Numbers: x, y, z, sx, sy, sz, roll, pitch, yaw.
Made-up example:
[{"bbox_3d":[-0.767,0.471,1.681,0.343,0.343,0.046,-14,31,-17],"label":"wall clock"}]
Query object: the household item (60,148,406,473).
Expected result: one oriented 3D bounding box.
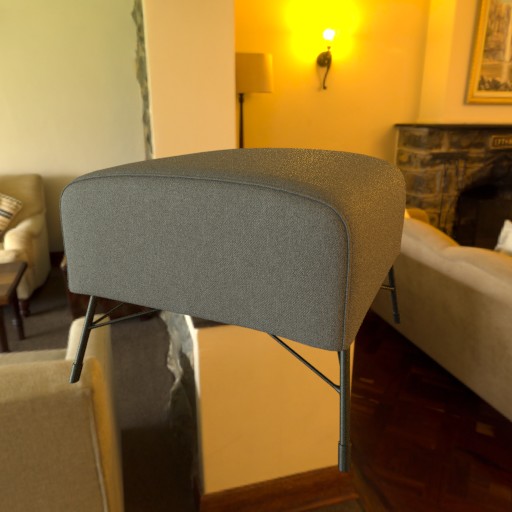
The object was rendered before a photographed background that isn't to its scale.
[{"bbox_3d":[0.000,0.000,0.884,0.530,0.410,0.530,8,19,24],"label":"household item"}]
